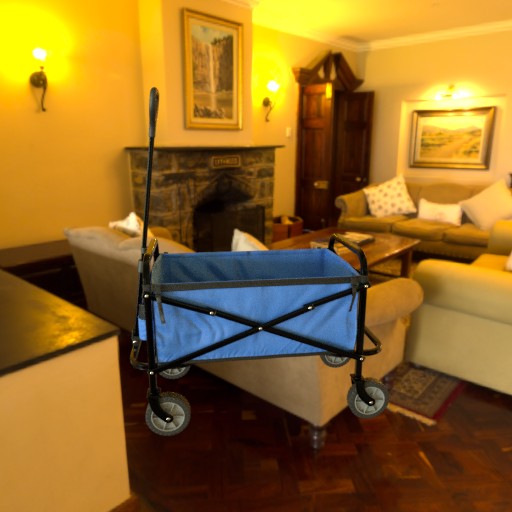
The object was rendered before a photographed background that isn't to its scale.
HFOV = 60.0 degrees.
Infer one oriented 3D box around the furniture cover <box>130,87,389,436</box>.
[{"bbox_3d":[0.000,0.000,1.826,1.038,1.295,0.532,-2,15,-8],"label":"furniture cover"}]
